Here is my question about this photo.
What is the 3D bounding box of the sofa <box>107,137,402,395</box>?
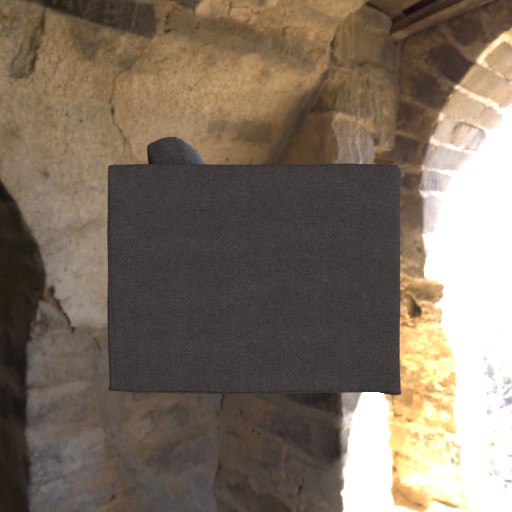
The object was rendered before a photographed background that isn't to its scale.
[{"bbox_3d":[0.000,0.000,2.280,0.974,0.854,1.802,0,1,0],"label":"sofa"}]
